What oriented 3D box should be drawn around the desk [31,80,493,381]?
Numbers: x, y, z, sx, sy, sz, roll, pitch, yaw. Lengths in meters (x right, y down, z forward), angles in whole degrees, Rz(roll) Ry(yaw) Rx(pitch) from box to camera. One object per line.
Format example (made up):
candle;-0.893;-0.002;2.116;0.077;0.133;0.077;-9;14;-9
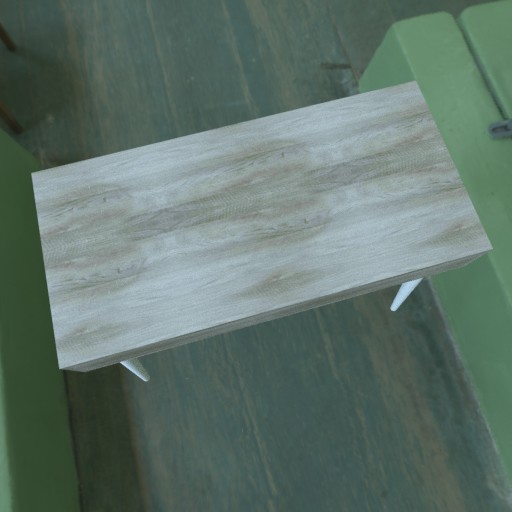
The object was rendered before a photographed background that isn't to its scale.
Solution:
desk;0.000;0.000;1.372;0.979;0.723;0.491;-15;73;-5
